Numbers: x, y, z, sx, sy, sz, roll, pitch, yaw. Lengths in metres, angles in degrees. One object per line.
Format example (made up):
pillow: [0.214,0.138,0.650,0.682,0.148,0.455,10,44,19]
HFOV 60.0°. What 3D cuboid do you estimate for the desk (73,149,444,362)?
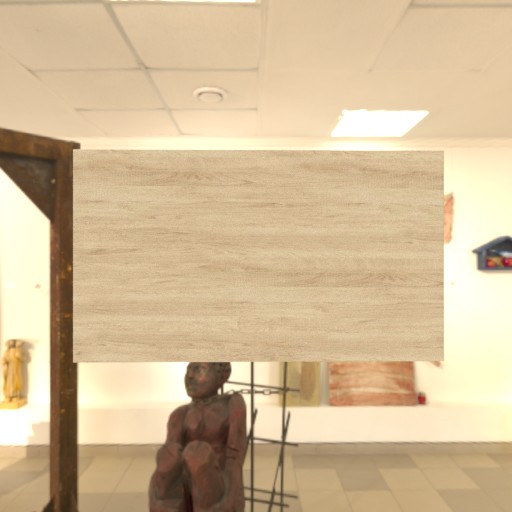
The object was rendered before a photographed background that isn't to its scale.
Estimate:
desk: [0.000,0.000,2.622,1.400,0.800,1.900,0,0,-1]
